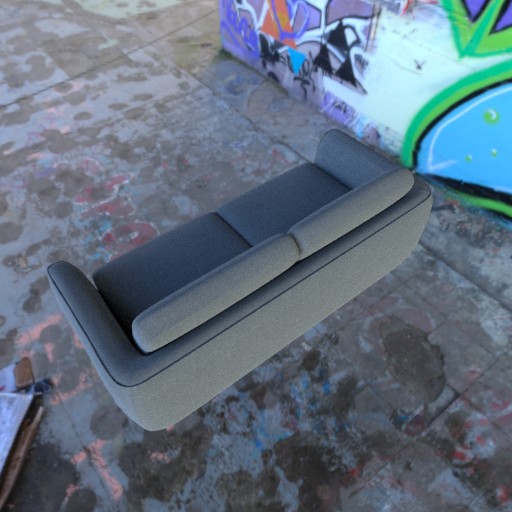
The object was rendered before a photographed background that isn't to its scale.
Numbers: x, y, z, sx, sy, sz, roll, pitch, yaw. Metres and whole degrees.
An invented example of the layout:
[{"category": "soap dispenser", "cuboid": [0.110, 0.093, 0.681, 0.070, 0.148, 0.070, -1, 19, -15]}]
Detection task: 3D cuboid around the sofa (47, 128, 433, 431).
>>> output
[{"category": "sofa", "cuboid": [0.000, 0.000, 2.476, 2.000, 0.850, 0.920, -30, 56, -24]}]
